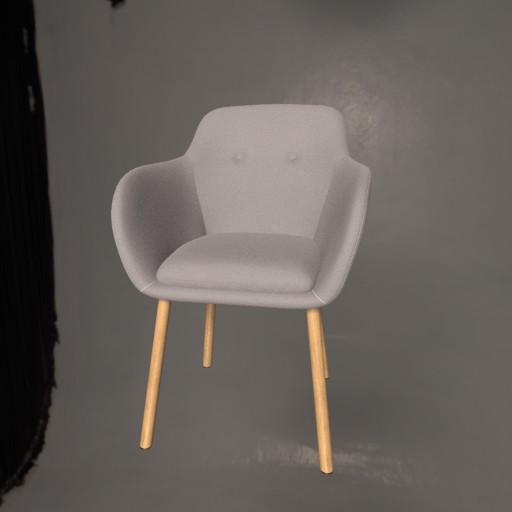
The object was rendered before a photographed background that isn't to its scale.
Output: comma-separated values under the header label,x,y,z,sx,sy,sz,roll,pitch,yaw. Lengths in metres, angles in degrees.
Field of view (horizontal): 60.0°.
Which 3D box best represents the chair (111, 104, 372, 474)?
label,x,y,z,sx,sy,sz,roll,pitch,yaw
chair,0.000,0.000,1.198,0.570,0.830,0.590,3,14,11
